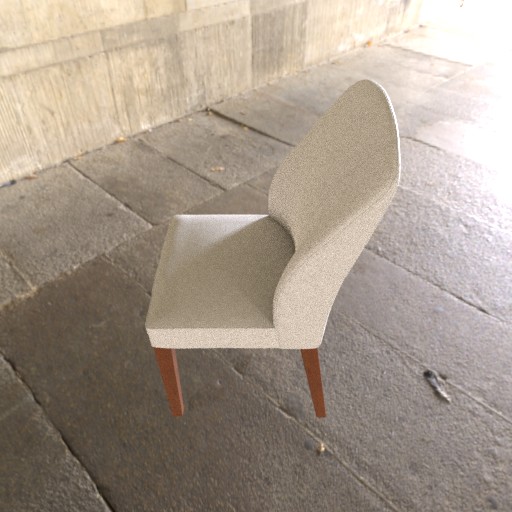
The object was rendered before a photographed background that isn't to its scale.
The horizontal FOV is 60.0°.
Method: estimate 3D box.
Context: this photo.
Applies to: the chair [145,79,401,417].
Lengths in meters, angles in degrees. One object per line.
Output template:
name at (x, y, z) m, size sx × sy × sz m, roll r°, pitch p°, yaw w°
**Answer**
chair at (0.000, 0.000, 1.200) m, size 0.540 × 0.893 × 0.472 m, roll 0°, pitch 40°, yaw 0°
